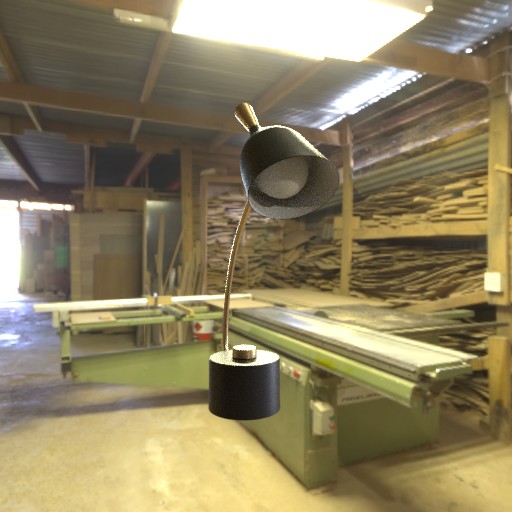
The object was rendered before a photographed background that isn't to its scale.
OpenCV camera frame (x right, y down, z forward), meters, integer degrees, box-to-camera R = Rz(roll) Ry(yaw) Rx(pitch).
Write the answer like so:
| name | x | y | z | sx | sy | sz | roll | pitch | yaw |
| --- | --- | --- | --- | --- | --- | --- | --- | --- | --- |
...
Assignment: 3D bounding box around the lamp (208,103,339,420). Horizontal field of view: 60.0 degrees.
| name | x | y | z | sx | sy | sz | roll | pitch | yaw |
| --- | --- | --- | --- | --- | --- | --- | --- | --- | --- |
| lamp | 0.000 | 0.000 | 0.626 | 0.110 | 0.464 | 0.352 | 0 | 0 | -19 |
